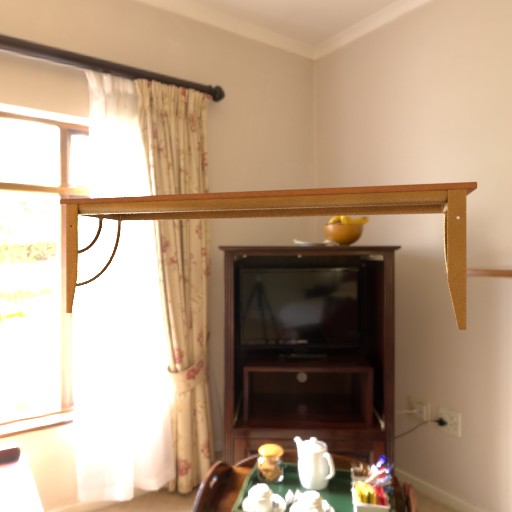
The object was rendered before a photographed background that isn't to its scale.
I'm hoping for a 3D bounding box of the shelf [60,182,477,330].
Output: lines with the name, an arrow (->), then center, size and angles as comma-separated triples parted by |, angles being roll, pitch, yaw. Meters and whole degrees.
shelf -> 0.000, 0.000, 0.734 | 0.636, 0.190, 0.166 | 0, 0, 16
